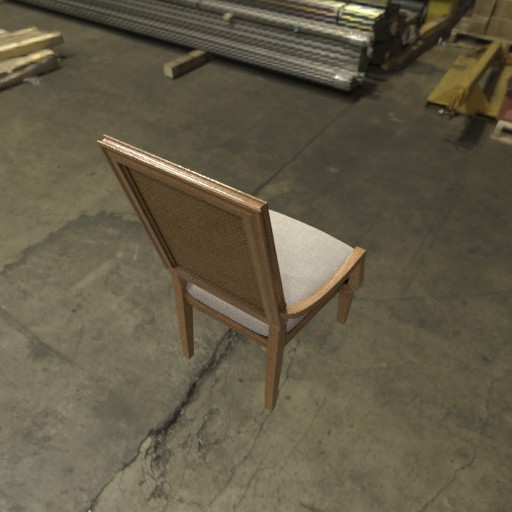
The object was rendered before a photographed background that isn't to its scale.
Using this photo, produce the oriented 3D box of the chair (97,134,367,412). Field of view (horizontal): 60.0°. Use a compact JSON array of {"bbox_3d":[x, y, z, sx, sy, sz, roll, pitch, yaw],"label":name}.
[{"bbox_3d":[0.000,0.000,1.390,0.606,0.990,0.602,26,51,23],"label":"chair"}]
